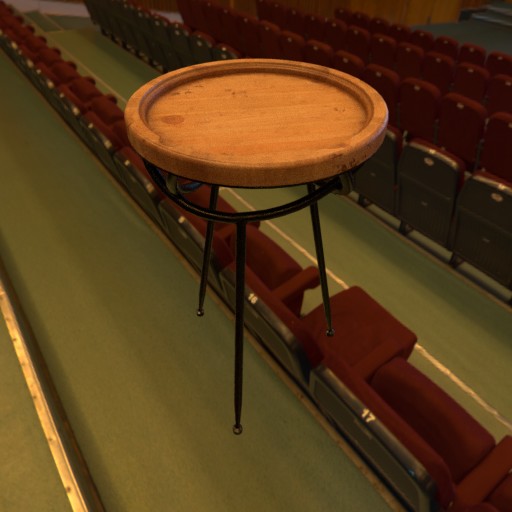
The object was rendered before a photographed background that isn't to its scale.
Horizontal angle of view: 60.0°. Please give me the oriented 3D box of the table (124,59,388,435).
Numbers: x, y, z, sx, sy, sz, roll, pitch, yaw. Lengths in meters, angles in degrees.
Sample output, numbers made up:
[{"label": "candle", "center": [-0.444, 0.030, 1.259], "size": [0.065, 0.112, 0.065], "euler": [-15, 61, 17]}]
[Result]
[{"label": "table", "center": [0.000, 0.000, 0.922], "size": [0.414, 0.664, 0.418], "euler": [-25, 47, -26]}]
